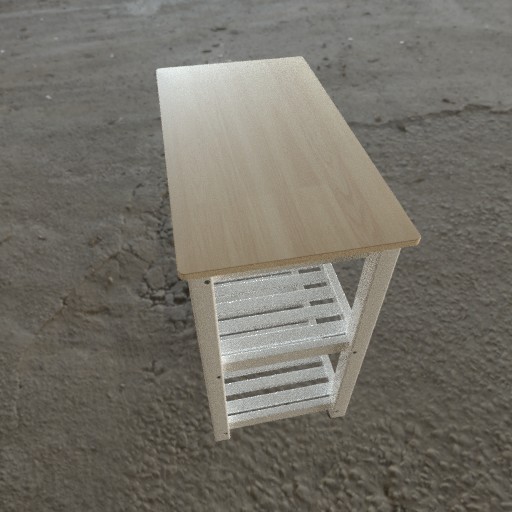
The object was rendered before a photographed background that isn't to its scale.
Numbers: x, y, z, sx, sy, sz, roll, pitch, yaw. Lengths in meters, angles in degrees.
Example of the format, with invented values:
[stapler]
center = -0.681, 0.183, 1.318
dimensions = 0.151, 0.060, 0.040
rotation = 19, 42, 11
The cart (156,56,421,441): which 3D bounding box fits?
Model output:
[cart]
center = 0.000, 0.000, 1.436
dimensions = 0.457, 0.927, 0.899
rotation = -8, 47, -8
